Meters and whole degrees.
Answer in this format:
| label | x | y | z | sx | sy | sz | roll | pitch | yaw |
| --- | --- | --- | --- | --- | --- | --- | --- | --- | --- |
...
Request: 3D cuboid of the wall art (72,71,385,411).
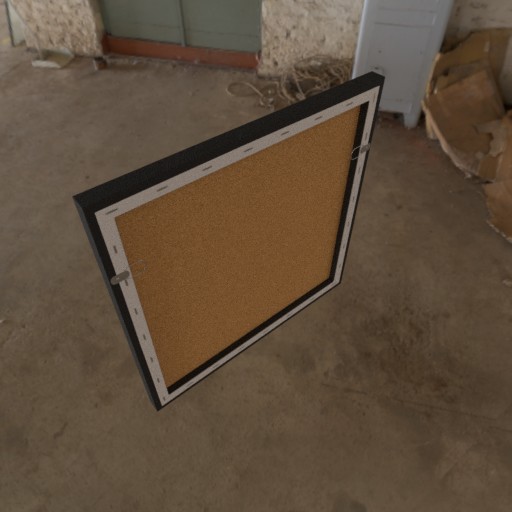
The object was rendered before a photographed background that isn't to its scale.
| label | x | y | z | sx | sy | sz | roll | pitch | yaw |
| --- | --- | --- | --- | --- | --- | --- | --- | --- | --- |
| wall art | 0.000 | 0.000 | 1.168 | 0.758 | 0.758 | 0.044 | -31 | 54 | -26 |
